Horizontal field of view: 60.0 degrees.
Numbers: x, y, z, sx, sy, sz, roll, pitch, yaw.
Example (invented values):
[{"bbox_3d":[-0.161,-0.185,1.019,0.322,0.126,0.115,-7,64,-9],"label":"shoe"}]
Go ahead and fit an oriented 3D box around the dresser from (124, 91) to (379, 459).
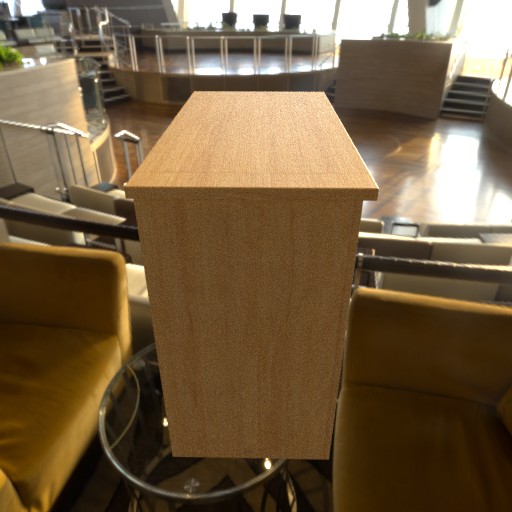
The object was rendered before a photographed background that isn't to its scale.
[{"bbox_3d":[0.000,0.000,1.240,0.410,0.730,0.800,1,31,1],"label":"dresser"}]
